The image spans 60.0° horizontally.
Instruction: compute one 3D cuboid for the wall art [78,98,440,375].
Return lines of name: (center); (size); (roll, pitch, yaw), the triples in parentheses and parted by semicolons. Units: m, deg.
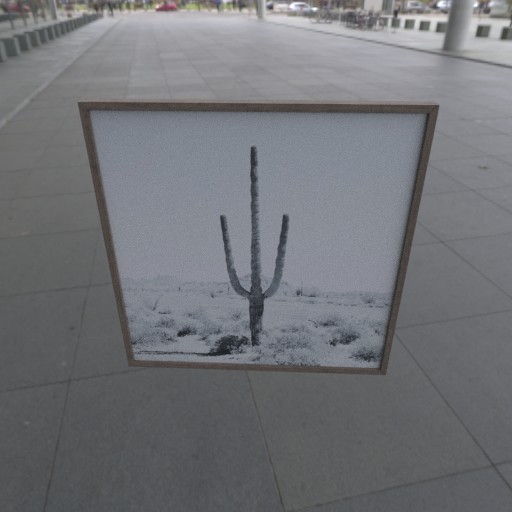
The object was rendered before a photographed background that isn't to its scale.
wall art: (0.000, 0.000, 1.138); (0.762, 0.762, 0.038); (1, 30, 2)
